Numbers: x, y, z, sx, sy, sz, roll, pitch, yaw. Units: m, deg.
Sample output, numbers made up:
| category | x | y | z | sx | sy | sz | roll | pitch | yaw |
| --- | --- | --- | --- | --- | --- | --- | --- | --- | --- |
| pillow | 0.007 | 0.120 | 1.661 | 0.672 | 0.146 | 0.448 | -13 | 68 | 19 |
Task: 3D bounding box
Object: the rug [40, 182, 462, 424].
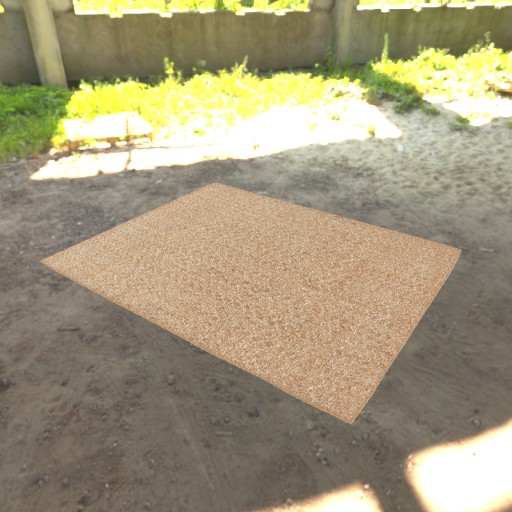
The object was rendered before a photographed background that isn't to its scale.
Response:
| category | x | y | z | sx | sy | sz | roll | pitch | yaw |
| --- | --- | --- | --- | --- | --- | --- | --- | --- | --- |
| rug | 0.000 | 0.000 | 4.048 | 3.048 | 0.013 | 2.439 | 20 | 36 | 30 |
